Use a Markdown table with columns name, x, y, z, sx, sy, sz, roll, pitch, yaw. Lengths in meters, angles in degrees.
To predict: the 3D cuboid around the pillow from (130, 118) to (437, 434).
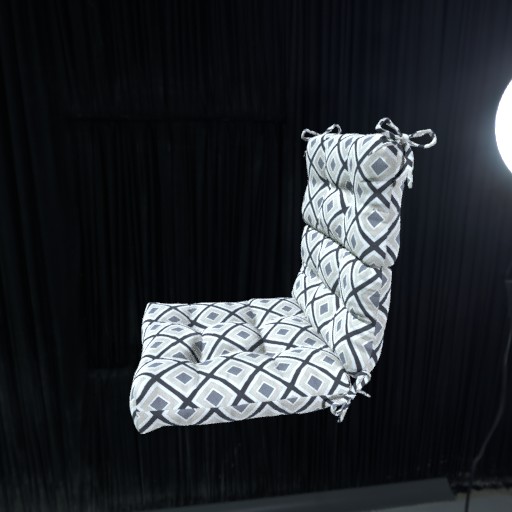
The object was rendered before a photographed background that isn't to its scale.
| name | x | y | z | sx | sy | sz | roll | pitch | yaw |
| --- | --- | --- | --- | --- | --- | --- | --- | --- | --- |
| pillow | 0.000 | 0.000 | 1.034 | 0.571 | 0.605 | 0.519 | -3 | 16 | -10 |
